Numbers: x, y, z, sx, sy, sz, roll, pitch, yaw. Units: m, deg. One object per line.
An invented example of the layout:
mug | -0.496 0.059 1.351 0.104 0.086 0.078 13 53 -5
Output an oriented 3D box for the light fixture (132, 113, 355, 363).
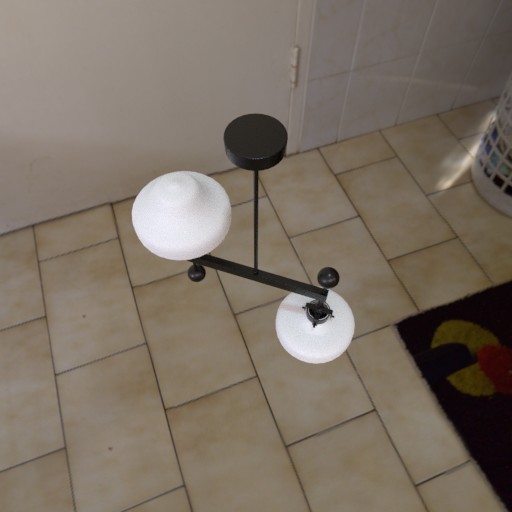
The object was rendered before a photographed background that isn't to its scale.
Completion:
light fixture | 0.000 0.000 1.025 0.489 0.743 0.422 -16 60 -9
